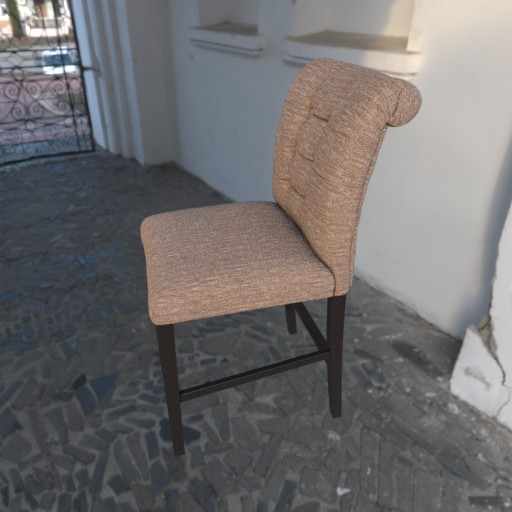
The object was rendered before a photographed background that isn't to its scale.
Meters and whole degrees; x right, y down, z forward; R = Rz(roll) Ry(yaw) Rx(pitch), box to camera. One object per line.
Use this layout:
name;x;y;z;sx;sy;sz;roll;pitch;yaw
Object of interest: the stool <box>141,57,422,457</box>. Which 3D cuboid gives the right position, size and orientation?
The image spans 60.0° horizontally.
stool;0.000;0.000;1.243;0.611;0.970;0.457;-8;31;-13
